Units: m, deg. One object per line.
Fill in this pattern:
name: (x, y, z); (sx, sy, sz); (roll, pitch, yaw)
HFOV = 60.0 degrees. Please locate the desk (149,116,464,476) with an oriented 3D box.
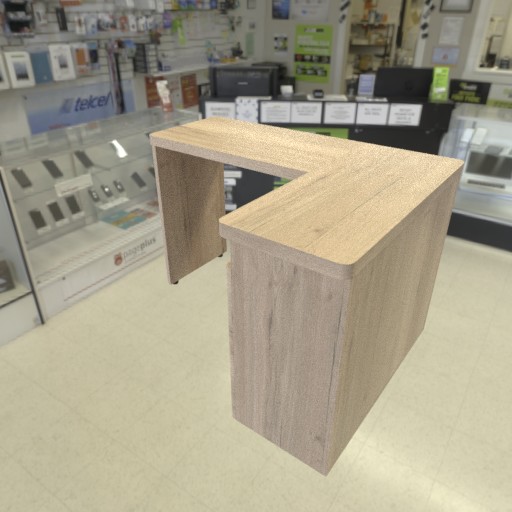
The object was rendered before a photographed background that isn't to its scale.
desk: (0.000, 0.000, 1.735); (1.169, 0.760, 0.900); (21, 36, 31)
